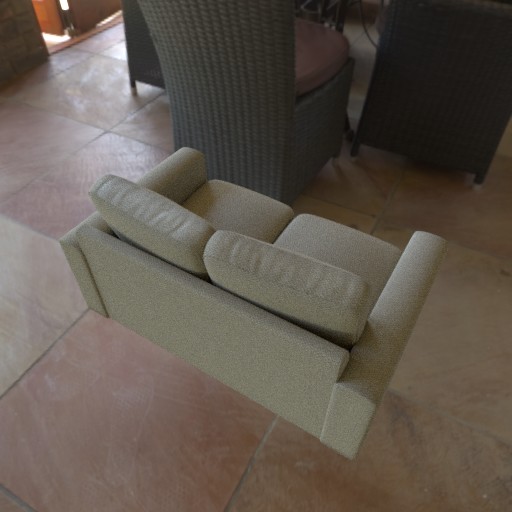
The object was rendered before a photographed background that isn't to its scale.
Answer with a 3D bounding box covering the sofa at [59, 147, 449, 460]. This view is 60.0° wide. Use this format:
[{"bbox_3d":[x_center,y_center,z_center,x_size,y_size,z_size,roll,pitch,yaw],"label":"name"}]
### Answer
[{"bbox_3d":[0.000,0.000,2.213,1.616,0.873,1.016,24,50,21],"label":"sofa"}]
